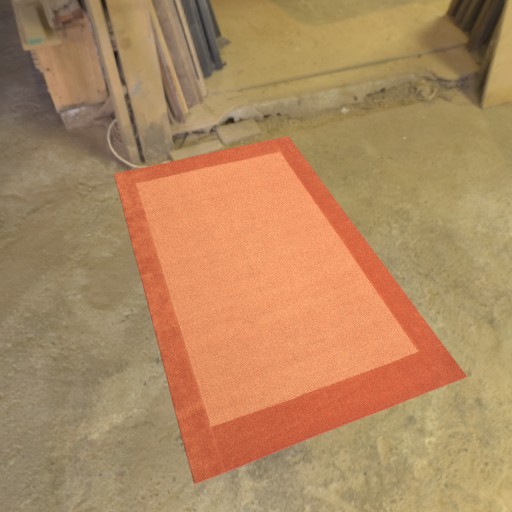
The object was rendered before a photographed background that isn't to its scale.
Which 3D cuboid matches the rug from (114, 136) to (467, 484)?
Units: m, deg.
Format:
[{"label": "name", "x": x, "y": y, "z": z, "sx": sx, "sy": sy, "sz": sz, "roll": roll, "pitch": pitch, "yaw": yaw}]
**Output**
[{"label": "rug", "x": 0.000, "y": 0.000, "z": 2.974, "sx": 1.524, "sy": 0.014, "sz": 2.438, "roll": -16, "pitch": 50, "yaw": -13}]
